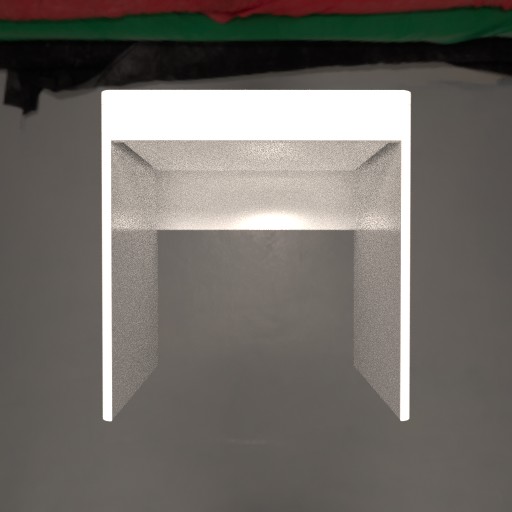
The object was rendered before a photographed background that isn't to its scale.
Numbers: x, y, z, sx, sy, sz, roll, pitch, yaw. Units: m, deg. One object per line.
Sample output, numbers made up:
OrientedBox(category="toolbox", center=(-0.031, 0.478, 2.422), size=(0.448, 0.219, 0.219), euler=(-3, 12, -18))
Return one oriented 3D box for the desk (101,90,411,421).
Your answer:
OrientedBox(category="desk", center=(0.000, 0.000, 1.337), size=(0.762, 0.800, 0.549), euler=(0, 1, 0))
